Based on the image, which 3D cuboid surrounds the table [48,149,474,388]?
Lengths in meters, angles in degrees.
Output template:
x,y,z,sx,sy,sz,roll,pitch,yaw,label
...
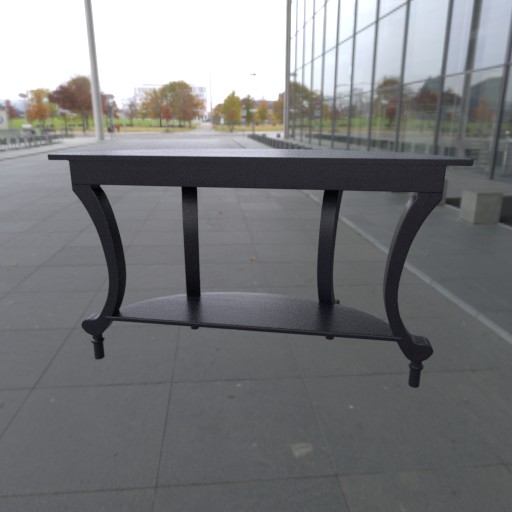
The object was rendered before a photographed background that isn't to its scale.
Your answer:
x,y,z,sx,sy,sz,roll,pitch,yaw,label
0.000,0.000,1.516,1.198,0.692,0.394,3,17,9,table
